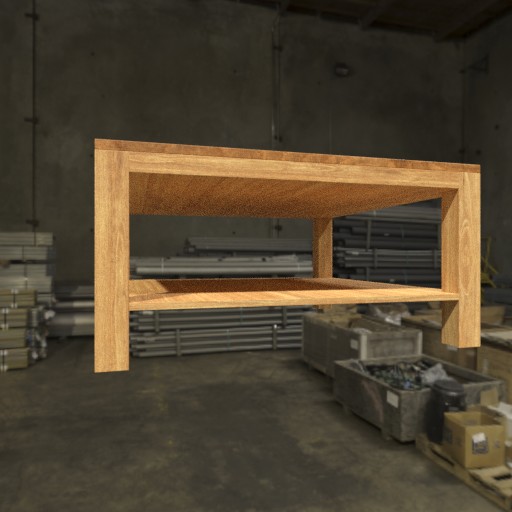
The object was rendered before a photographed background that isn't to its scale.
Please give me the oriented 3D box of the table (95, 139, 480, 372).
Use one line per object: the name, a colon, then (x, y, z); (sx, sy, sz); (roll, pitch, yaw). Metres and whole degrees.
table: (0.000, 0.000, 1.408); (0.900, 0.450, 0.900); (0, 0, -16)
